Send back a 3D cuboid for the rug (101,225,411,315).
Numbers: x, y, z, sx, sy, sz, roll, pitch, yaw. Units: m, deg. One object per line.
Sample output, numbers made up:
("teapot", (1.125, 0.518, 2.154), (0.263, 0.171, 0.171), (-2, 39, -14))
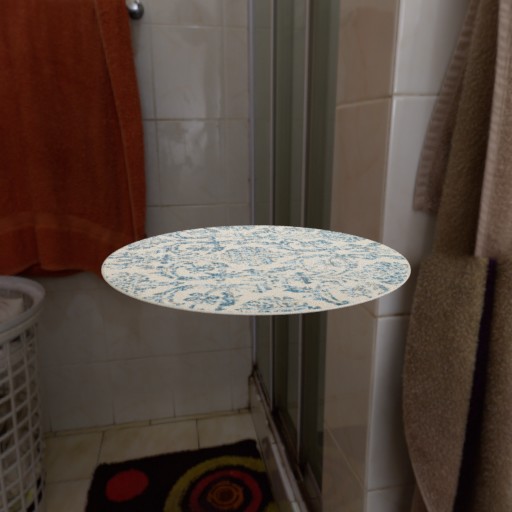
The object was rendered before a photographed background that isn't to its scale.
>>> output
("rug", (0.000, 0.000, 2.407), (1.593, 0.012, 1.593), (0, 16, 0))
